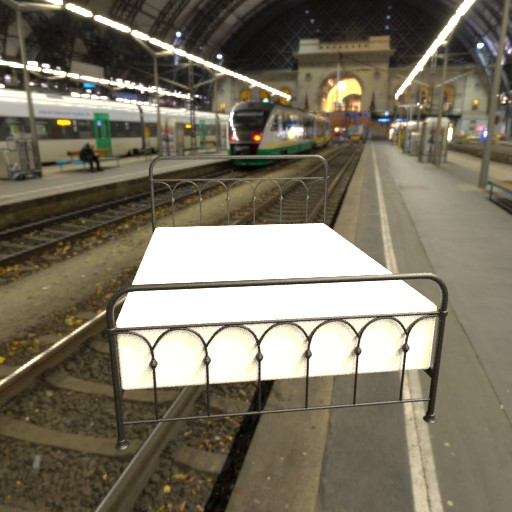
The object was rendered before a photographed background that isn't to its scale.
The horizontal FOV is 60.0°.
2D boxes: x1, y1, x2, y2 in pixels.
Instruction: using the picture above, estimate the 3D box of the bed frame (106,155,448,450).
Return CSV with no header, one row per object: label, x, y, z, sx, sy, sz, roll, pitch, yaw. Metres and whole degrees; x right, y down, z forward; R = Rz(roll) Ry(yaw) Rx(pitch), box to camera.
bed frame,0.000,0.000,3.115,1.664,1.276,2.203,-2,16,-7
